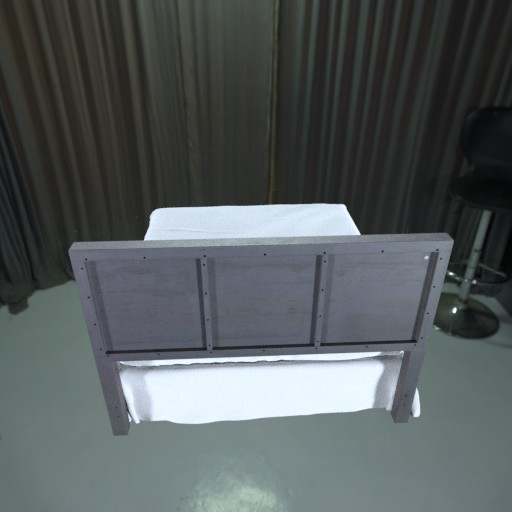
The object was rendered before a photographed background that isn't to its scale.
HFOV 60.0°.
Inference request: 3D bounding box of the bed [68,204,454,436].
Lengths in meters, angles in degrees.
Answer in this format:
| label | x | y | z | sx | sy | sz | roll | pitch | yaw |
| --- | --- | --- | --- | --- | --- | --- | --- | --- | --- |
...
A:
| label | x | y | z | sx | sy | sz | roll | pitch | yaw |
| --- | --- | --- | --- | --- | --- | --- | --- | --- | --- |
| bed | 0.000 | 0.000 | 2.893 | 1.772 | 1.142 | 1.785 | -2 | 30 | -3 |
